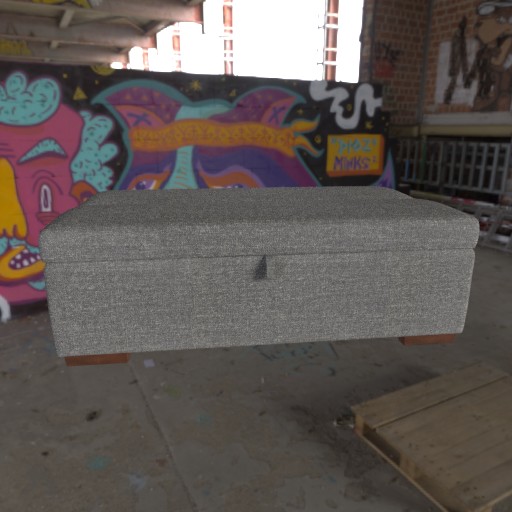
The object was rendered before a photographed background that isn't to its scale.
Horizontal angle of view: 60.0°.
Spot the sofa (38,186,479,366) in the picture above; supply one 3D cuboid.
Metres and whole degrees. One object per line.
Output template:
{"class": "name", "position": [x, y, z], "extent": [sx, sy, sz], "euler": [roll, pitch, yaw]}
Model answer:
{"class": "sofa", "position": [0.000, 0.000, 1.577], "extent": [1.198, 0.417, 0.782], "euler": [-2, 16, -7]}
